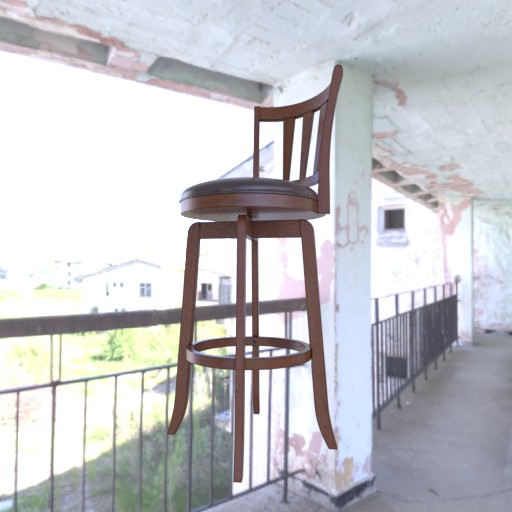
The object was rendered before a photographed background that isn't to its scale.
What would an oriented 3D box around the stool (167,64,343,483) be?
[{"bbox_3d":[0.000,0.000,1.441,0.503,1.177,0.464,1,-2,-36],"label":"stool"}]
